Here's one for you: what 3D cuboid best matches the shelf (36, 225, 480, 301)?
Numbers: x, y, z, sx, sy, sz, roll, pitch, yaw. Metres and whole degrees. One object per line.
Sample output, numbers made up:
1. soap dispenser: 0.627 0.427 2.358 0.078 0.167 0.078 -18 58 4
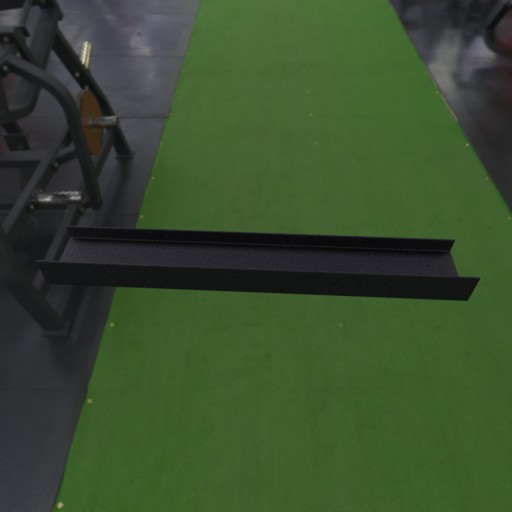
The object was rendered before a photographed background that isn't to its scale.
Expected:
1. shelf: 0.000 0.000 0.655 0.605 0.053 0.102 2 47 2
